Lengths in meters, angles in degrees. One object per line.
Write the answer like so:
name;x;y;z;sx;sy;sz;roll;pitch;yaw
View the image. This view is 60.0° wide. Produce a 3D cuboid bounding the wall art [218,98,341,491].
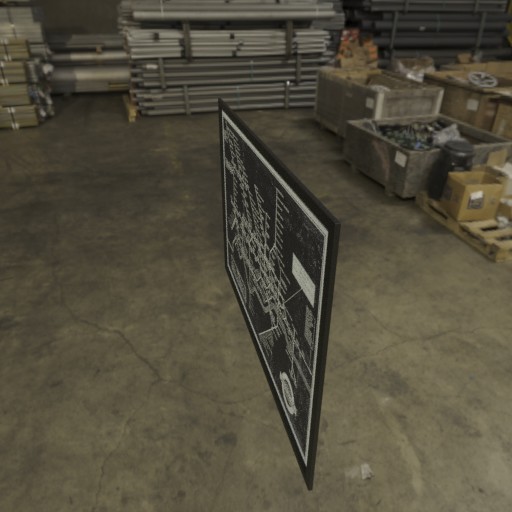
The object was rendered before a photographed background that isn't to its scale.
wall art;0.000;0.000;1.504;0.013;0.811;1.192;-7;31;-12
